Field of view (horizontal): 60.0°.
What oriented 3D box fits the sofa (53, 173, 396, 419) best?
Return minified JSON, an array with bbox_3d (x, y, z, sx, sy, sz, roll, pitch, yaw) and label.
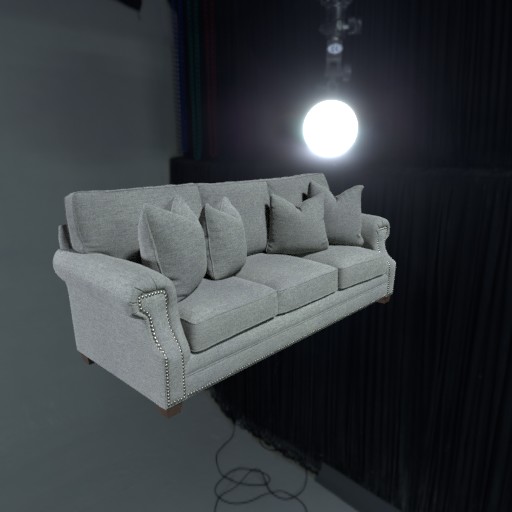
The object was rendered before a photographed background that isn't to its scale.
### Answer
[{"bbox_3d":[0.000,0.000,2.915,0.965,0.975,2.312,13,19,42],"label":"sofa"}]
